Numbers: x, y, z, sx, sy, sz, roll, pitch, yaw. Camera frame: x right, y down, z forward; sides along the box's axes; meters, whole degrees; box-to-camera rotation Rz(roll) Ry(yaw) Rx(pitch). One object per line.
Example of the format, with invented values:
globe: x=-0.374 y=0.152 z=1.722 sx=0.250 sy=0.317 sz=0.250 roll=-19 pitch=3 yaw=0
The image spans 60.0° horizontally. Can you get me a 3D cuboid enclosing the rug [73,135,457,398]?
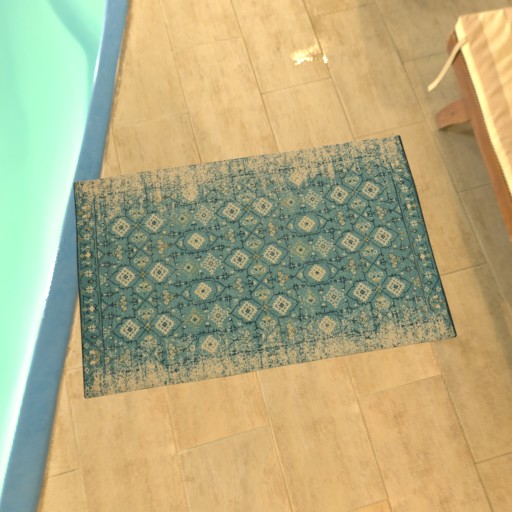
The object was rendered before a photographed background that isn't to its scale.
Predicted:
rug: x=0.000 y=0.000 z=3.064 sx=2.449 sy=0.015 sz=1.530 roll=-9 pitch=74 yaw=-3
